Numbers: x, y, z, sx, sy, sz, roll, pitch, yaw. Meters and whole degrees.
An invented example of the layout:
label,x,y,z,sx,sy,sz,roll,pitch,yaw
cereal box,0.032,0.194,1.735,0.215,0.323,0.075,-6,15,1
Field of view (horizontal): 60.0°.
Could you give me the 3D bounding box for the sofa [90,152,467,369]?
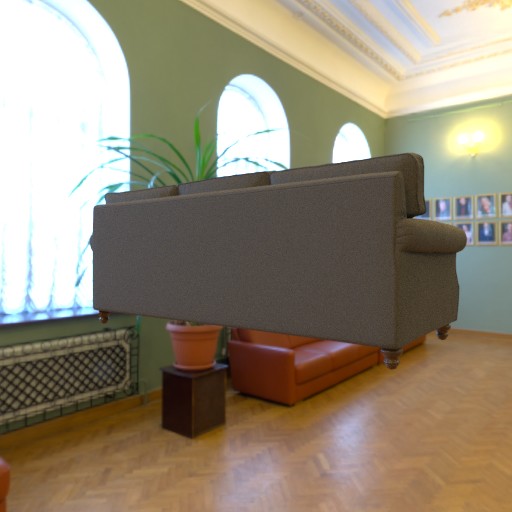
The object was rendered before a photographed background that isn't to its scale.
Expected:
label,x,y,z,sx,sy,sz,roll,pitch,yaw
sofa,0.000,0.000,2.810,2.353,0.948,0.966,0,0,37
